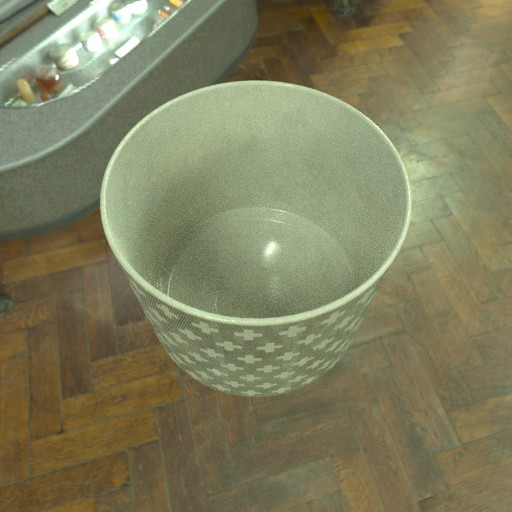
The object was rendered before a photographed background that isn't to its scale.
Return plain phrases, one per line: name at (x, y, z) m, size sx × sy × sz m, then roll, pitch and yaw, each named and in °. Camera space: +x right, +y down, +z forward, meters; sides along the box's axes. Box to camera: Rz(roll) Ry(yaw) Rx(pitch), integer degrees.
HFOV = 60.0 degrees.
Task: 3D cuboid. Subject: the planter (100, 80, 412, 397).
planter at (0.000, 0.000, 0.351) m, size 0.190 × 0.181 × 0.190 m, roll 0°, pitch 59°, yaw 0°
